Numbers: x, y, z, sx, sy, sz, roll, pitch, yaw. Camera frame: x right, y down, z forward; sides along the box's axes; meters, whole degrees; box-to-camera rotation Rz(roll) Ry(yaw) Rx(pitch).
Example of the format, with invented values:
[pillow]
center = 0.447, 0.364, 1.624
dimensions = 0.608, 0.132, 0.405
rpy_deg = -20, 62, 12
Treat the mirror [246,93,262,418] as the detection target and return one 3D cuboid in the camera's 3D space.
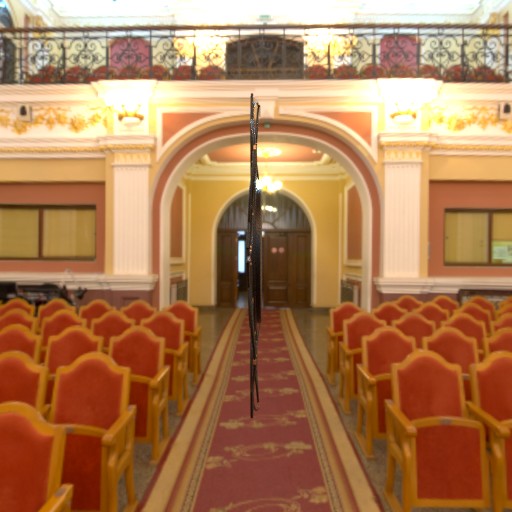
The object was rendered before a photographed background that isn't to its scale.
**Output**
[mirror]
center = 0.000, 0.000, 1.136
dimensions = 0.028, 0.775, 0.797
rpy_deg = 0, 0, 1
